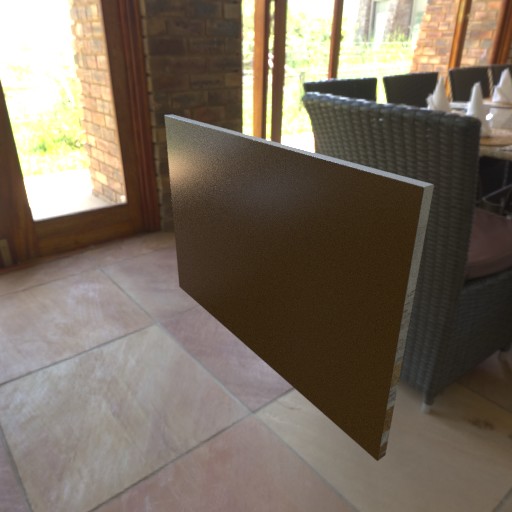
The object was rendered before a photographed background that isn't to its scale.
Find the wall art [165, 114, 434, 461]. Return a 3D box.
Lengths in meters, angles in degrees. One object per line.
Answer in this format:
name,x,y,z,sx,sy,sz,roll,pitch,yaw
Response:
wall art,0.000,0.000,1.170,0.027,0.610,0.932,-17,31,-32
